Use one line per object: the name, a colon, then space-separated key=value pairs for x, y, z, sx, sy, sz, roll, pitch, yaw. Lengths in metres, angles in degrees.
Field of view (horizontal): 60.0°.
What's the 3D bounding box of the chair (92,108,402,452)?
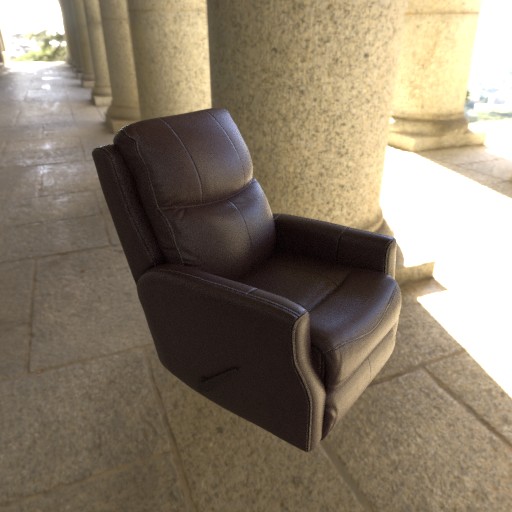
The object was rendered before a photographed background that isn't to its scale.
chair: x=0.000 y=0.000 z=1.790 sx=1.080 sy=1.030 sz=0.829 roll=20 pitch=33 yaw=34
